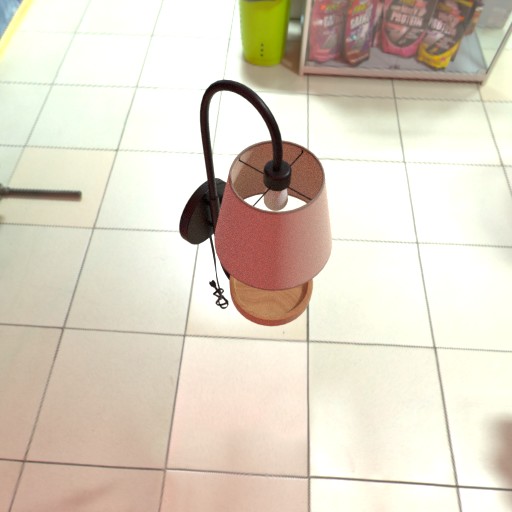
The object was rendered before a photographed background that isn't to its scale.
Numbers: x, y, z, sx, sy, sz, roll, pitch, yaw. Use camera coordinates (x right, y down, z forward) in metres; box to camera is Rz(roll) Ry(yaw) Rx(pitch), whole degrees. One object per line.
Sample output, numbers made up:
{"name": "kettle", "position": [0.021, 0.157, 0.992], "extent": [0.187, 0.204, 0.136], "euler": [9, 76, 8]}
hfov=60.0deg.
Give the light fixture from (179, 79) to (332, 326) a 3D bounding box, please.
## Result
{"name": "light fixture", "position": [0.000, 0.000, 0.928], "extent": [0.299, 0.821, 0.220], "euler": [32, 64, 18]}
